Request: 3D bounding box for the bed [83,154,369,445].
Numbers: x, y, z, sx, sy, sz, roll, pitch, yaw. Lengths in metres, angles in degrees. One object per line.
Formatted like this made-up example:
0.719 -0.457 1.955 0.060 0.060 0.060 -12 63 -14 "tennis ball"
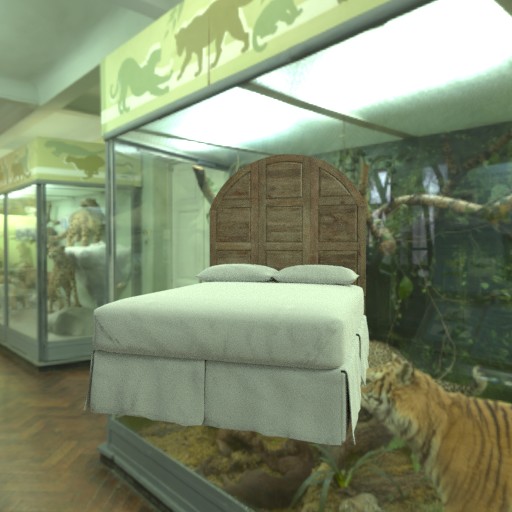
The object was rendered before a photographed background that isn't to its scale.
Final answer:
0.000 0.000 3.539 1.713 2.002 2.112 0 2 17 "bed"
